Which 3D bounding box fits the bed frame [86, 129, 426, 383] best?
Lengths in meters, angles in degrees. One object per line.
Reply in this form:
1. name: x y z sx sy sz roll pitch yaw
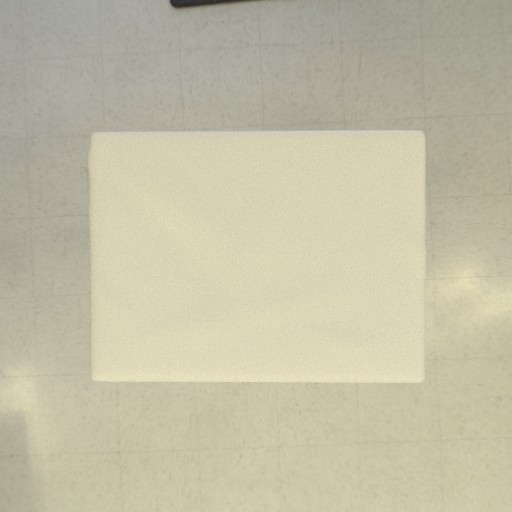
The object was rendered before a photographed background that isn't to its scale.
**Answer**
1. bed frame: 0.000 0.000 3.018 2.151 0.667 1.584 0 90 1
